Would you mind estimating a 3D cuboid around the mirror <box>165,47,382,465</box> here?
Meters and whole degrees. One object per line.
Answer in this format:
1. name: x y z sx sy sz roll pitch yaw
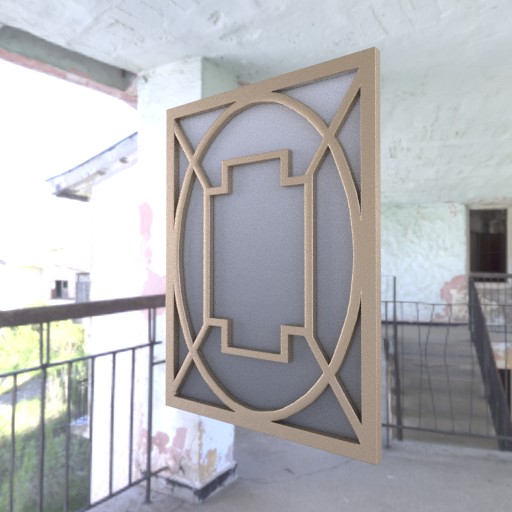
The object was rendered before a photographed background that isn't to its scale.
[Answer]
1. mirror: 0.000 0.000 1.320 0.756 1.023 0.032 -1 -1 37
